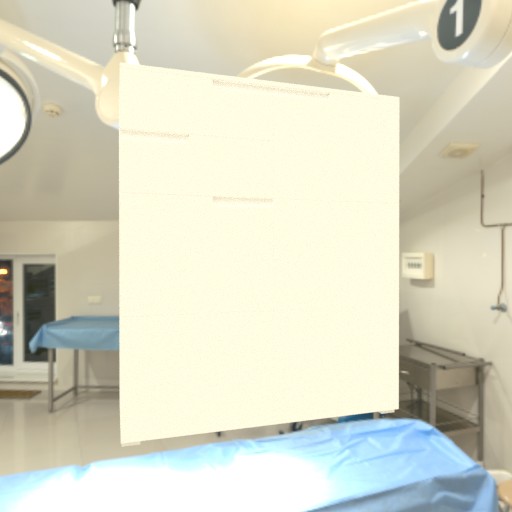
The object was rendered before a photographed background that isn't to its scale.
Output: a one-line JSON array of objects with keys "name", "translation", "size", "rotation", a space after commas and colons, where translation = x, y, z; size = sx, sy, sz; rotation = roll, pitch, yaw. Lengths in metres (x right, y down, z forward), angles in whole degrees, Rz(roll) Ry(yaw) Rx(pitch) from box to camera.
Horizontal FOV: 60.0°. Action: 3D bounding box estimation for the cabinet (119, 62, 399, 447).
[{"name": "cabinet", "translation": [0.000, 0.000, 1.702], "size": [1.000, 1.190, 0.400], "rotation": [0, 0, -18]}]
